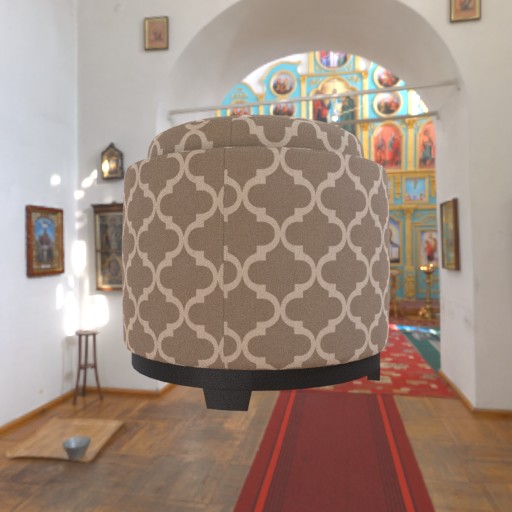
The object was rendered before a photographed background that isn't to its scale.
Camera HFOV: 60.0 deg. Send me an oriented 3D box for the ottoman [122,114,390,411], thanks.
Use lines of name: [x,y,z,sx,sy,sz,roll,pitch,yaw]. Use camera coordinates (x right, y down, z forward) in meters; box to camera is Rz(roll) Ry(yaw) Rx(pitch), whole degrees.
ottoman: [0.000,0.000,0.829,0.480,0.429,0.480,0,-1,0]
